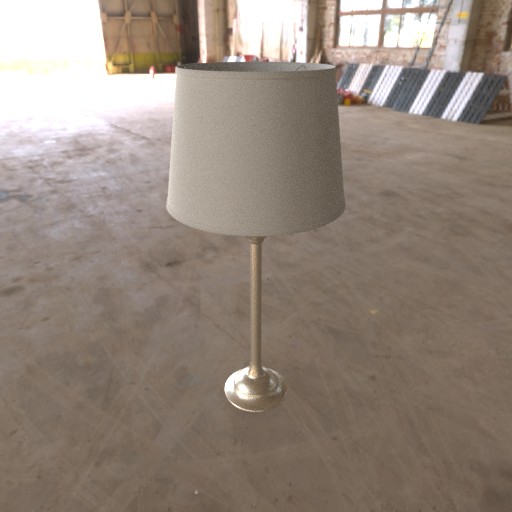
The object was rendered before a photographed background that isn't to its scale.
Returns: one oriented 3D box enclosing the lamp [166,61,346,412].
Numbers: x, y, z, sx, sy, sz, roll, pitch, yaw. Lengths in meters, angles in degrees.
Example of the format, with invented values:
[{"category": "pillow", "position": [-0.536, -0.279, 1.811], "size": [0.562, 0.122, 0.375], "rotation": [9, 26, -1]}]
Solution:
[{"category": "lamp", "position": [0.000, 0.000, 0.884], "size": [0.331, 0.698, 0.331], "rotation": [0, 27, 0]}]
